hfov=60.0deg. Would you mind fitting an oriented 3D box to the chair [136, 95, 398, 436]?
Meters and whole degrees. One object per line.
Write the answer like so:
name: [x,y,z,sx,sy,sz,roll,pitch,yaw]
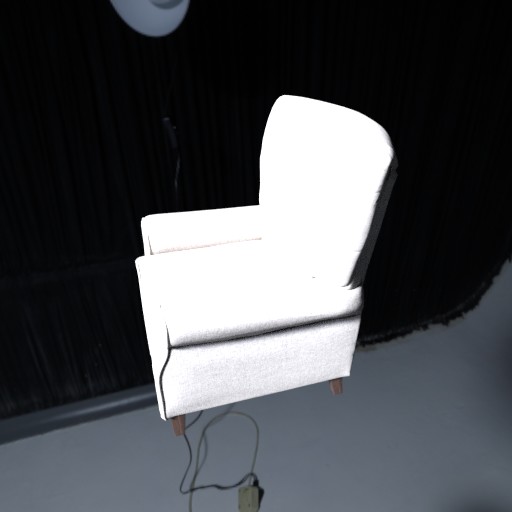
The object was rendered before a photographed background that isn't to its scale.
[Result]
chair: [0.000,0.000,1.945,1.025,1.209,0.942,-9,32,-14]
